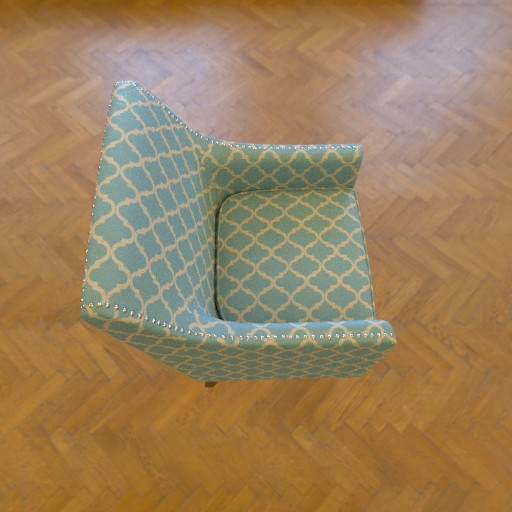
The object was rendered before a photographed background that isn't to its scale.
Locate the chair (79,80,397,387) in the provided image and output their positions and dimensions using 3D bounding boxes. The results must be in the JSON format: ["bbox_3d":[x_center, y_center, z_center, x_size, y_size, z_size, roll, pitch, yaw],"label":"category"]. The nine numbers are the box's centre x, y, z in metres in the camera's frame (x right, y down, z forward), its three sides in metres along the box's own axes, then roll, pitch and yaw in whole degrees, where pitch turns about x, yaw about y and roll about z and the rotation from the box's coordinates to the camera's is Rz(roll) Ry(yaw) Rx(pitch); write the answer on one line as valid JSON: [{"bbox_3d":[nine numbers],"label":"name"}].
[{"bbox_3d":[0.000,0.000,1.308,0.686,0.817,0.617,-2,64,-1],"label":"chair"}]
